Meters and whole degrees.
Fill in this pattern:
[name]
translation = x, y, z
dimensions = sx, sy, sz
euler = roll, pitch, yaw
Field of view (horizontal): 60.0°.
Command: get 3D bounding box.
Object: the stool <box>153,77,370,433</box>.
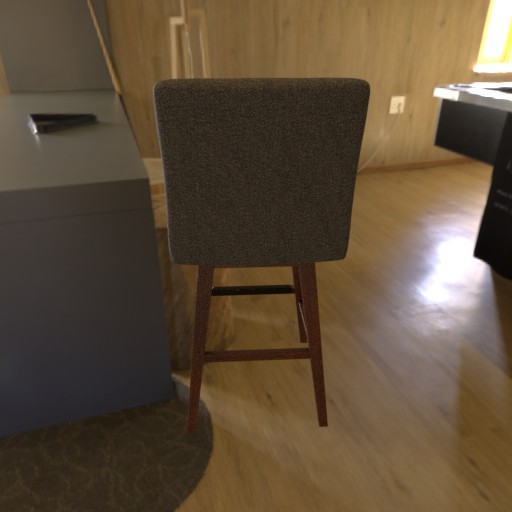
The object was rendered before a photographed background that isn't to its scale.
[stool]
translation = 0.000, 0.000, 1.355
dimensions = 0.489, 1.068, 0.572
euler = -1, 28, -3
